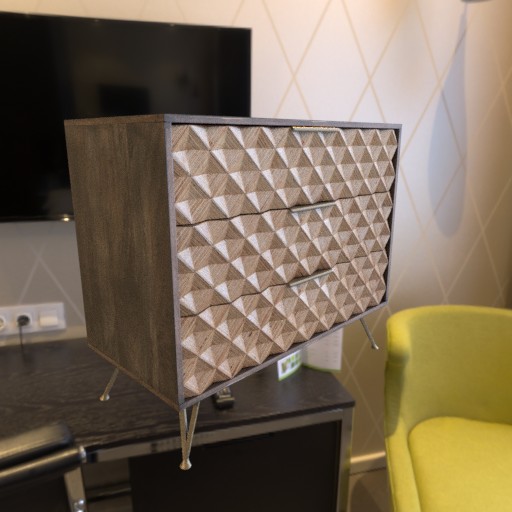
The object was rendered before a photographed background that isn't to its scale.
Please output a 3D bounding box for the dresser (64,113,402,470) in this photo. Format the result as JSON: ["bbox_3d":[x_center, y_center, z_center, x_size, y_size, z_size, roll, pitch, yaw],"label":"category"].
[{"bbox_3d":[0.000,0.000,1.387,0.453,0.801,0.923,14,21,43],"label":"dresser"}]
